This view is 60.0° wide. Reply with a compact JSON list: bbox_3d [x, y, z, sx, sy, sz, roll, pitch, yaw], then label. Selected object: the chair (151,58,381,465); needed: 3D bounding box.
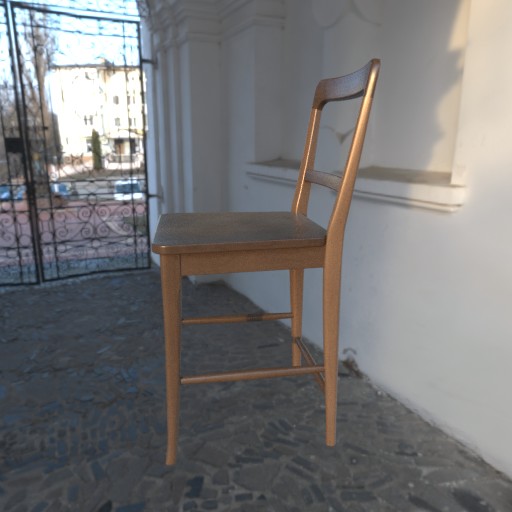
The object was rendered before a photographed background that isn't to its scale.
[{"bbox_3d":[0.000,0.000,1.260,0.546,0.991,0.450,-2,15,-9],"label":"chair"}]
